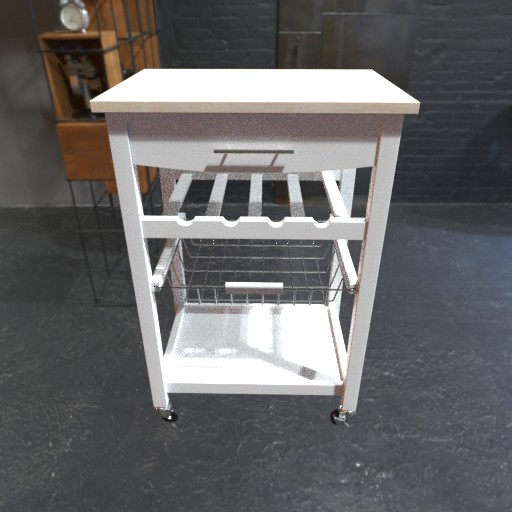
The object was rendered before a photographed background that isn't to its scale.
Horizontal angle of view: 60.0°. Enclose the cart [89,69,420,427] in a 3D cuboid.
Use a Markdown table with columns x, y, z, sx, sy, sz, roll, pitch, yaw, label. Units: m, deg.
| x | y | z | sx | sy | sz | roll | pitch | yaw | label |
| --- | --- | --- | --- | --- | --- | --- | --- | --- | --- |
| 0.000 | 0.000 | 1.163 | 0.578 | 0.857 | 0.406 | 1 | 30 | 1 | cart |
